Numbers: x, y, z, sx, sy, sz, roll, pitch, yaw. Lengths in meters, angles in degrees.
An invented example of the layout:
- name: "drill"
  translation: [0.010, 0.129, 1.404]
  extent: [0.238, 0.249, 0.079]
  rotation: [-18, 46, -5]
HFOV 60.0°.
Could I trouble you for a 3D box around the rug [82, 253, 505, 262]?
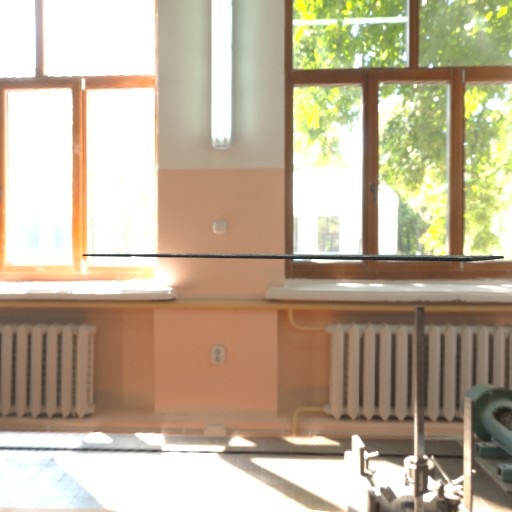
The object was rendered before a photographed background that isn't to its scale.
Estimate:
- name: "rug"
  translation: [0.000, 0.000, 2.399]
  extent: [2.276, 0.014, 0.678]
  rotation: [1, 1, 37]
